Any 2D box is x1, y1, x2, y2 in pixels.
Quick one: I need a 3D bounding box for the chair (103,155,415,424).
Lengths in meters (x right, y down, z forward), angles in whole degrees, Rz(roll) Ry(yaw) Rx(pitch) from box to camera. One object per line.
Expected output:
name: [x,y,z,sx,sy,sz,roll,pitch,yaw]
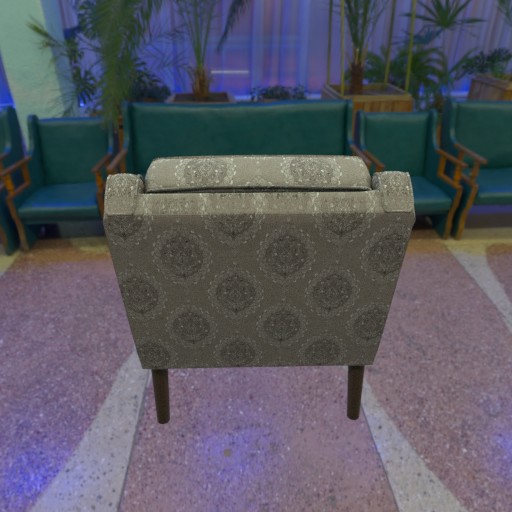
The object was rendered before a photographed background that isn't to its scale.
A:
chair: [0.000,0.000,1.392,0.665,0.797,0.750,-1,31,-1]
